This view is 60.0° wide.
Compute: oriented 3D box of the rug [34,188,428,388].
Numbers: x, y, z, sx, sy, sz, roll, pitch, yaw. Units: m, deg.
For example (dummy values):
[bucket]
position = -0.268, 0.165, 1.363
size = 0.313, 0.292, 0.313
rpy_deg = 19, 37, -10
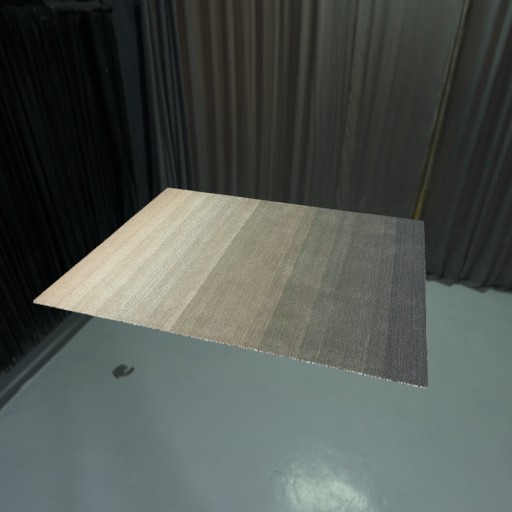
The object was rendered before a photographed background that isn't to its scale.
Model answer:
[rug]
position = 0.000, 0.000, 4.022
size = 2.932, 0.015, 2.315
rpy_deg = 9, 33, 14
